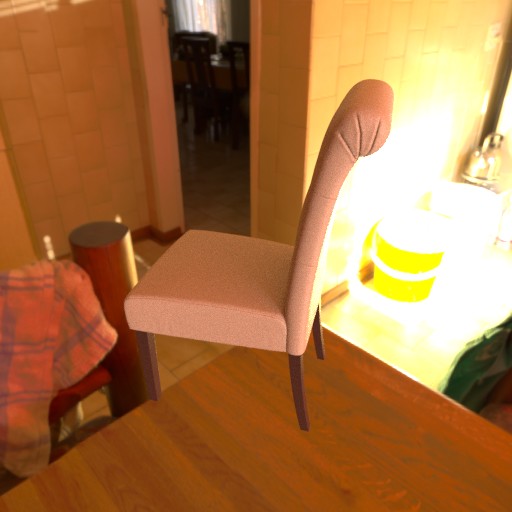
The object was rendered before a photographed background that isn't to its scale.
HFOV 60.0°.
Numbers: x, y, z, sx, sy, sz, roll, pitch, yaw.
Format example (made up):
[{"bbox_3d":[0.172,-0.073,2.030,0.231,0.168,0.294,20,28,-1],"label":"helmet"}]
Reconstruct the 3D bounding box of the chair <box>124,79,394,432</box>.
[{"bbox_3d":[0.000,0.000,1.348,0.671,1.006,0.456,8,31,14],"label":"chair"}]
